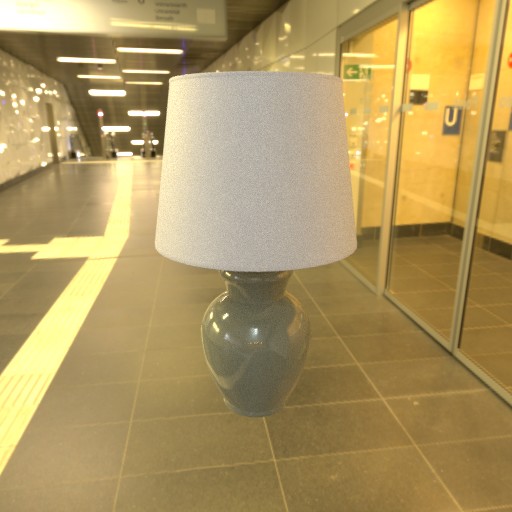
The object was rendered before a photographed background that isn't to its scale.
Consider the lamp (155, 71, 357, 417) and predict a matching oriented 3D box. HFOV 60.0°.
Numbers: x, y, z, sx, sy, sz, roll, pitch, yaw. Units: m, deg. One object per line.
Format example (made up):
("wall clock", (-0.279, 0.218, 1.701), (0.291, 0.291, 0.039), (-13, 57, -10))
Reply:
("lamp", (0.000, 0.000, 0.542), (0.239, 0.399, 0.239), (0, 16, 0))
